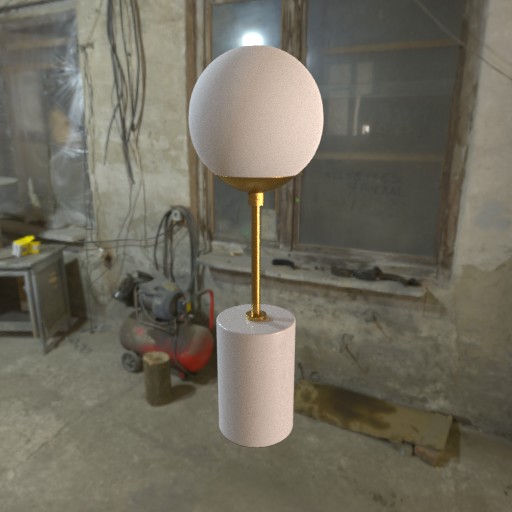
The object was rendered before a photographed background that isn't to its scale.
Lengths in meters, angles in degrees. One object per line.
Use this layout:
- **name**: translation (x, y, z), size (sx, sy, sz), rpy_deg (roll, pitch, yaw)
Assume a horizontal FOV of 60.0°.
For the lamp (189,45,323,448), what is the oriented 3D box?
- **lamp**: translation (0.000, 0.000, 0.552), size (0.153, 0.480, 0.153), rpy_deg (0, 15, 0)
